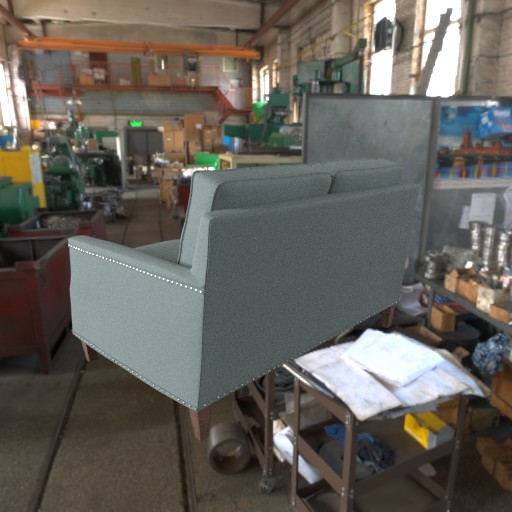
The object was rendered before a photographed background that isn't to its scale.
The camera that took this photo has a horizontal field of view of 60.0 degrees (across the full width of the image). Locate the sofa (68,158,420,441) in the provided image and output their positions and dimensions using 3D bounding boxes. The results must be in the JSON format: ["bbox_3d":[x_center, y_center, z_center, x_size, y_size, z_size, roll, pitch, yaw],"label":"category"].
[{"bbox_3d":[0.000,0.000,2.339,1.084,1.003,1.597,14,20,42],"label":"sofa"}]
